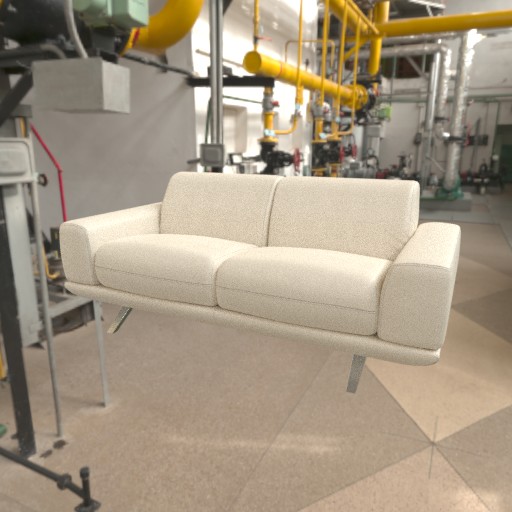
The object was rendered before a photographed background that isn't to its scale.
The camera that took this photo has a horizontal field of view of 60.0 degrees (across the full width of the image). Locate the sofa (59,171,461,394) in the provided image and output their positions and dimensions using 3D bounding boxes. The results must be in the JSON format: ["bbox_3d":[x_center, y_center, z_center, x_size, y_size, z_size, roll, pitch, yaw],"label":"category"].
[{"bbox_3d":[0.000,0.000,2.306,1.901,0.772,0.900,7,17,25],"label":"sofa"}]
